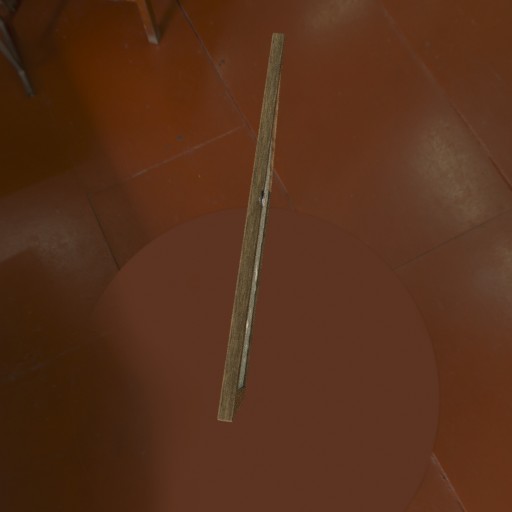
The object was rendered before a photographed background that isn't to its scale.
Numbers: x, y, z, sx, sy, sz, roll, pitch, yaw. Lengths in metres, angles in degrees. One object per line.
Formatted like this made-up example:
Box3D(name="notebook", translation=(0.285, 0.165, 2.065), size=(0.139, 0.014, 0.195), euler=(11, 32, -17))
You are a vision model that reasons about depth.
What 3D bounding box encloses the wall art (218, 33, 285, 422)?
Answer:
Box3D(name="wall art", translation=(0.000, 0.000, 0.861), size=(0.021, 0.582, 0.561), euler=(7, 75, 2))
